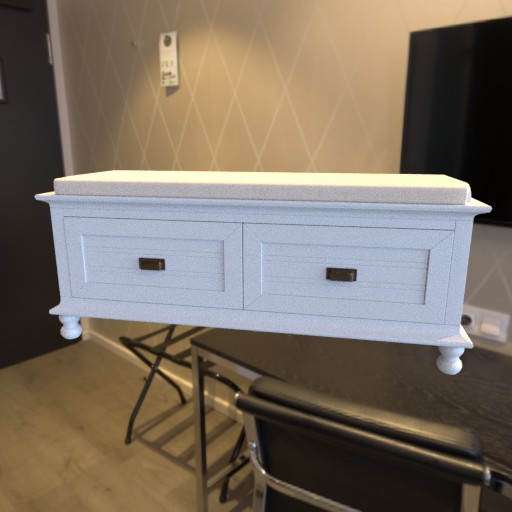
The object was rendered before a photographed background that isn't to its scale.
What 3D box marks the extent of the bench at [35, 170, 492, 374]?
[{"bbox_3d":[0.000,0.000,1.369,1.185,0.486,0.402,3,15,11],"label":"bench"}]
